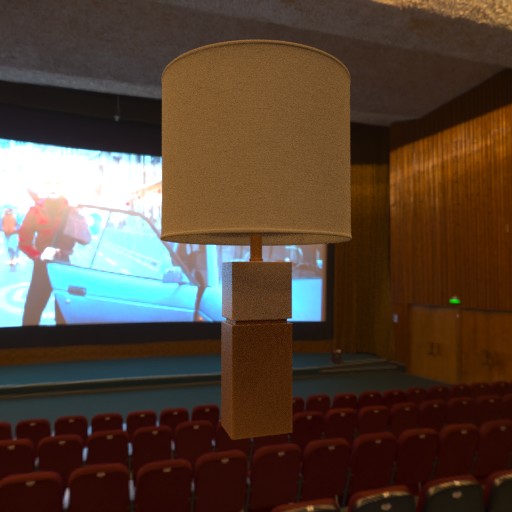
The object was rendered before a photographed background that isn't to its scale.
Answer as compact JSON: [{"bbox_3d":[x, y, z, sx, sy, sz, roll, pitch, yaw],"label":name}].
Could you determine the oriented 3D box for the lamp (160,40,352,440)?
[{"bbox_3d":[0.000,0.000,0.541,0.229,0.417,0.229,1,-2,-18],"label":"lamp"}]
